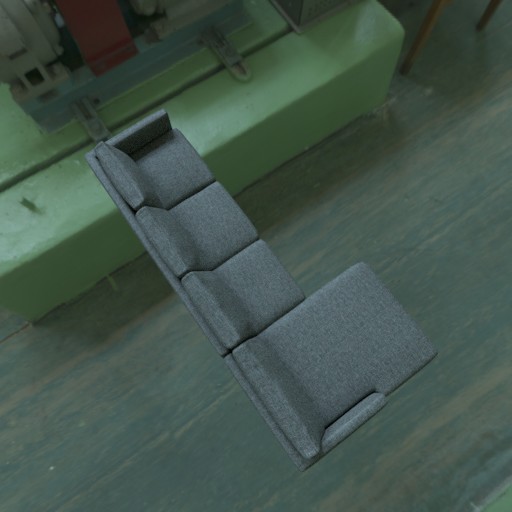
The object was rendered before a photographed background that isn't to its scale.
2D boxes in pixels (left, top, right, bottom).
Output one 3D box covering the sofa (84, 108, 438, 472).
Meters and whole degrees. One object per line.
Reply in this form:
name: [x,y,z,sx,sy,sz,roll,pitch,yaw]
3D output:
sofa: [0.000,0.000,4.252,1.635,0.960,3.485,-35,77,-9]
